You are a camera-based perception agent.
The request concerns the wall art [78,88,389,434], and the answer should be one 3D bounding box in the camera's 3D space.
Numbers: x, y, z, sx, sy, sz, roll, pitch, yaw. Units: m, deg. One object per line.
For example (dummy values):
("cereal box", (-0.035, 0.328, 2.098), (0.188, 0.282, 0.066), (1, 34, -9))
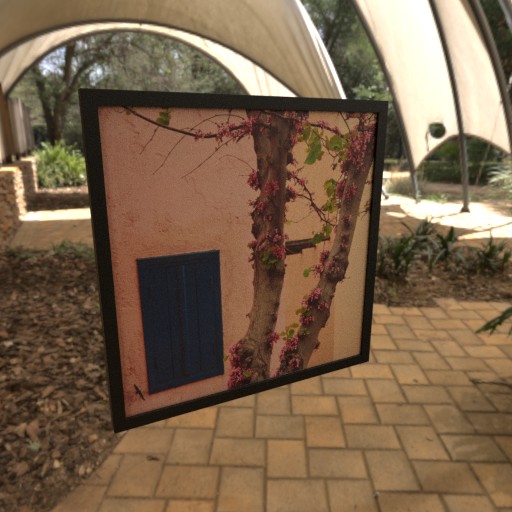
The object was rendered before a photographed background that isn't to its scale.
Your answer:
("wall art", (0.000, 0.000, 1.118), (0.762, 0.762, 0.038), (-8, 17, -26))
